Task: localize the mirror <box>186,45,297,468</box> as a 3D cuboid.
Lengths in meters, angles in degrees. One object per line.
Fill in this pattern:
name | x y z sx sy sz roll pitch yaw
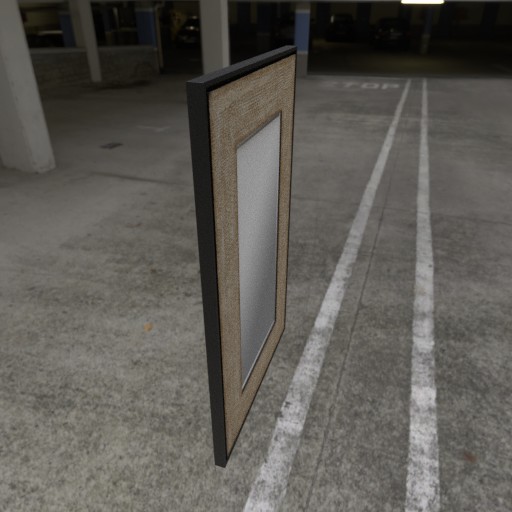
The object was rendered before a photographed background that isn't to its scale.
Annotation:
mirror | 0.000 0.000 1.492 0.038 1.219 0.762 10 32 16
